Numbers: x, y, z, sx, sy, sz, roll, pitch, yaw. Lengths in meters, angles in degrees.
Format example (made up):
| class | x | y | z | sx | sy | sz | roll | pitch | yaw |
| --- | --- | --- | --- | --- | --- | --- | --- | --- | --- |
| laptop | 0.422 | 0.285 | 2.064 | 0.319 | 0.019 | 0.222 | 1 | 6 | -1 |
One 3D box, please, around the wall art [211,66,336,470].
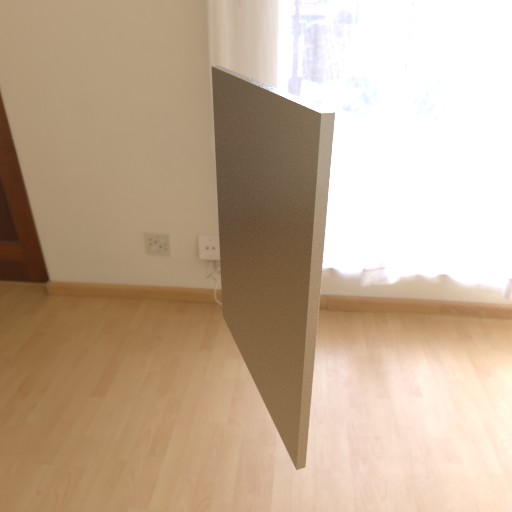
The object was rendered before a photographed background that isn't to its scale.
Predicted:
| class | x | y | z | sx | sy | sz | roll | pitch | yaw |
| --- | --- | --- | --- | --- | --- | --- | --- | --- | --- |
| wall art | 0.000 | 0.000 | 1.423 | 0.030 | 1.046 | 0.816 | -10 | 31 | -17 |
